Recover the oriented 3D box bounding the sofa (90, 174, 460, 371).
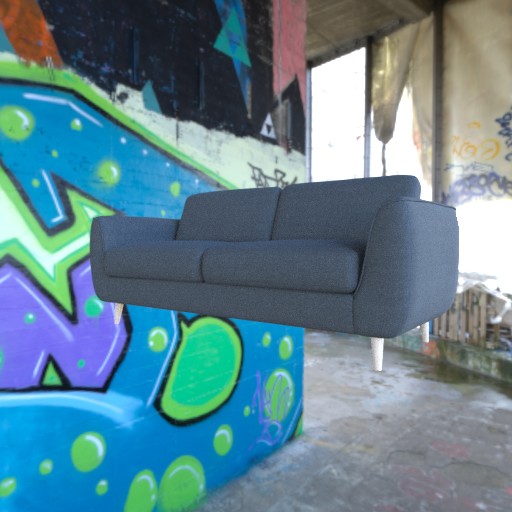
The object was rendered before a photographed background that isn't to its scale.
[{"bbox_3d":[0.000,0.000,2.477,2.000,0.850,0.920,1,2,37],"label":"sofa"}]
